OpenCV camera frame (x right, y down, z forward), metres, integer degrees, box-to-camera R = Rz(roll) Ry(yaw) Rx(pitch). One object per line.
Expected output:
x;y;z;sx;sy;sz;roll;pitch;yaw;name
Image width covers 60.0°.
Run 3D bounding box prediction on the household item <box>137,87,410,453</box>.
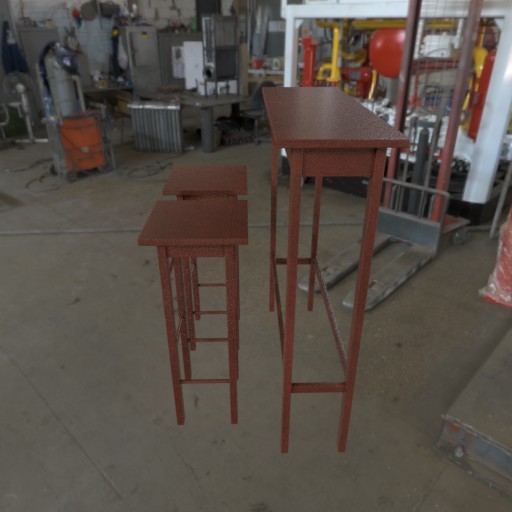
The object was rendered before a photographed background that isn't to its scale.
0.000;0.000;1.641;0.676;1.067;0.914;-1;28;-1;household item
